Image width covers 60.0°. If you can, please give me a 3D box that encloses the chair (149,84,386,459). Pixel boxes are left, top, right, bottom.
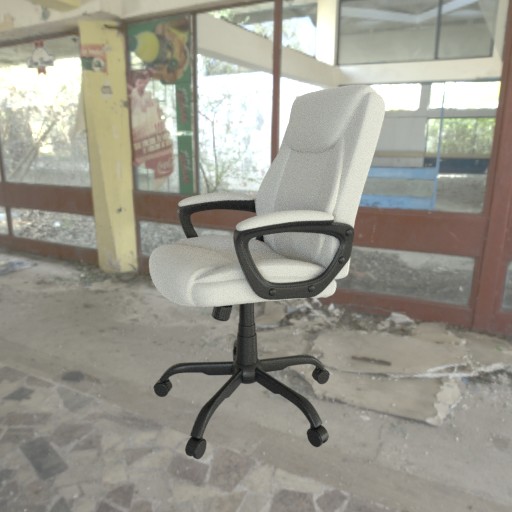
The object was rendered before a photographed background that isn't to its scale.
[{"bbox_3d":[0.000,0.000,1.459,0.669,1.065,0.663,-7,16,-26],"label":"chair"}]
